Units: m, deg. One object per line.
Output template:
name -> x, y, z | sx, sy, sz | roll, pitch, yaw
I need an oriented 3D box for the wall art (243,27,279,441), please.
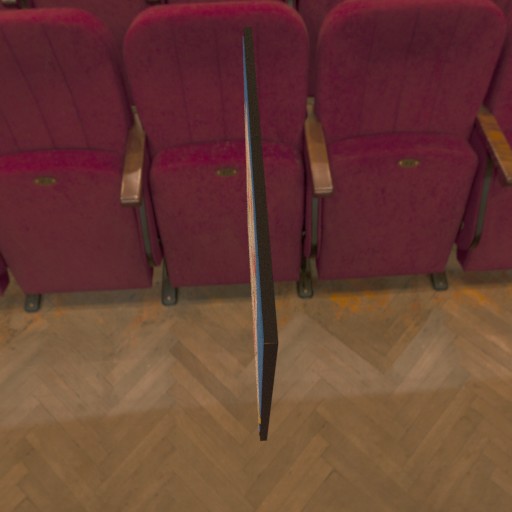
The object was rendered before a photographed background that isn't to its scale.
wall art -> 0.000, 0.000, 0.683 | 0.013, 0.457, 0.458 | -3, 58, -2
